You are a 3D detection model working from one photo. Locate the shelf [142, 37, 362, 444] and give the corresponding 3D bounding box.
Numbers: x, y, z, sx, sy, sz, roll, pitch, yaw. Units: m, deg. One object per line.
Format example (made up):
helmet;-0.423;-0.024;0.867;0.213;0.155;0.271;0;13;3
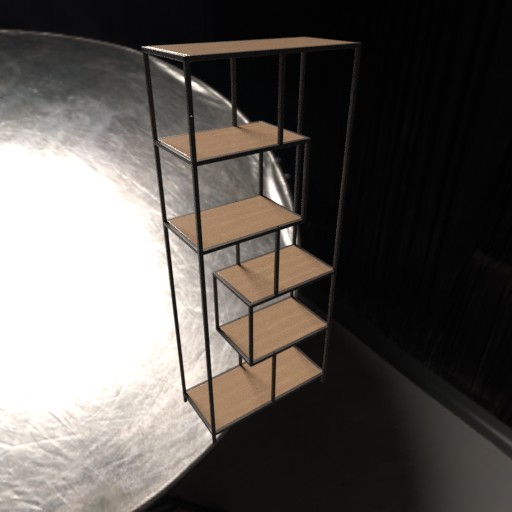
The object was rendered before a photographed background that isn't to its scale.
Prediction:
shelf;0.000;0.000;2.141;0.770;1.850;0.350;-19;36;-29
